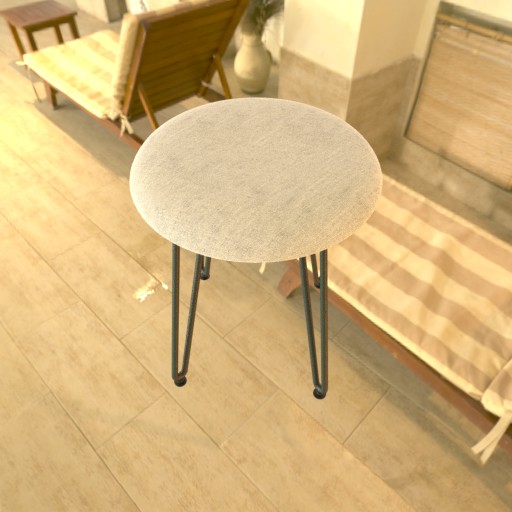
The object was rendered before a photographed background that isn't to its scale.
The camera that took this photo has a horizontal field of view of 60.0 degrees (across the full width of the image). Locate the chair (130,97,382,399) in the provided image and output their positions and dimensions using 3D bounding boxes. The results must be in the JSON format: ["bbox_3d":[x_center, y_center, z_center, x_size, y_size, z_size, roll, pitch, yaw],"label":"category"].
[{"bbox_3d":[0.000,0.000,0.668,0.350,0.386,0.350,-31,54,-26],"label":"chair"}]
